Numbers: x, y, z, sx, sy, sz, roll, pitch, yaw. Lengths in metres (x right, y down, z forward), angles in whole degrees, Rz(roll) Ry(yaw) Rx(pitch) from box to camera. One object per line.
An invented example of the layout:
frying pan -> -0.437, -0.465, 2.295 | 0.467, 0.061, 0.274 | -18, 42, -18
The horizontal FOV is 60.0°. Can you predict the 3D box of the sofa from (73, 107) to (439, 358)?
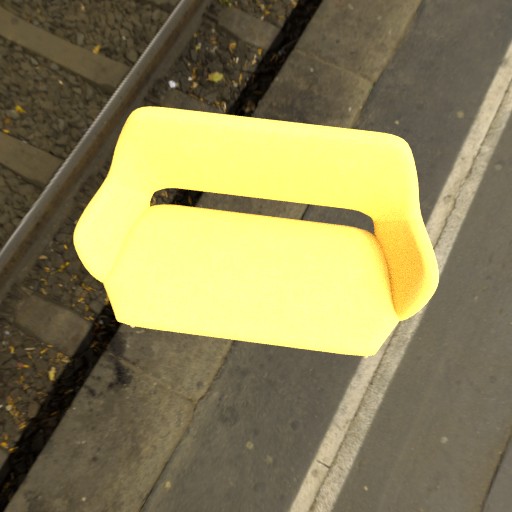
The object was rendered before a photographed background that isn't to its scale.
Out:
sofa -> 0.000, 0.000, 1.601 | 1.150, 0.840, 0.610 | 7, 75, 2
